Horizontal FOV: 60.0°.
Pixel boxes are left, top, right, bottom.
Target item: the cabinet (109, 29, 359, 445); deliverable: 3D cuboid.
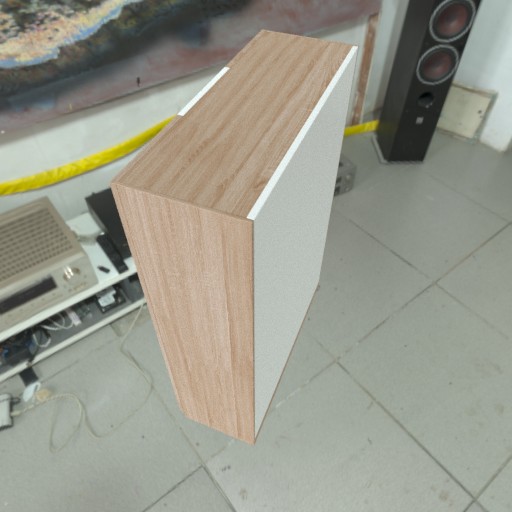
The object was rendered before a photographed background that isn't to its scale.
[{"bbox_3d":[0.000,0.000,2.801,0.590,2.120,1.500,17,50,15],"label":"cabinet"}]
